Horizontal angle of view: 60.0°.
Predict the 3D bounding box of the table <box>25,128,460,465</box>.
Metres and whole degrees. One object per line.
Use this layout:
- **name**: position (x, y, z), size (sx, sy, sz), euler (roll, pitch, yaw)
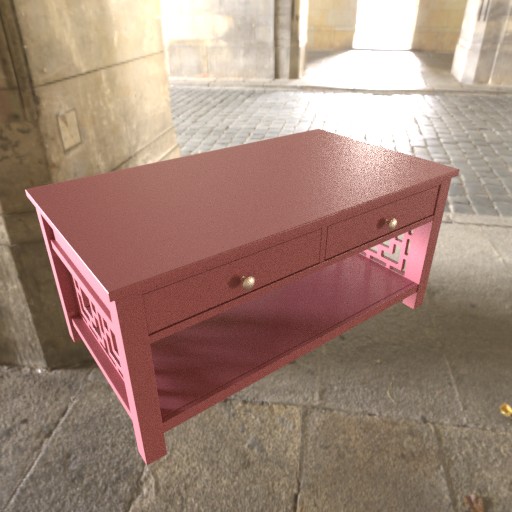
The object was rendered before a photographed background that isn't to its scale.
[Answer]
- **table**: position (0.000, 0.000, 1.360), size (1.068, 0.493, 0.612), euler (-21, 36, -31)
